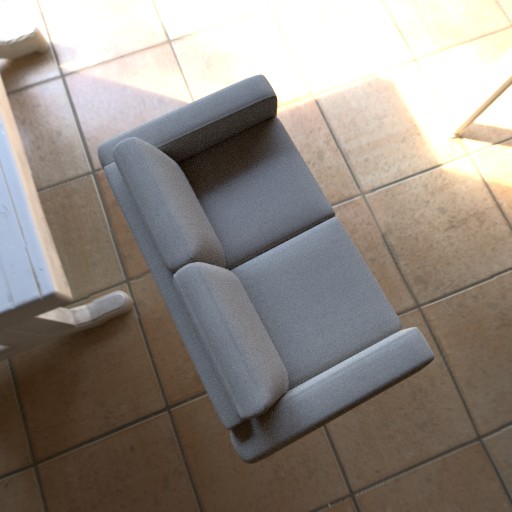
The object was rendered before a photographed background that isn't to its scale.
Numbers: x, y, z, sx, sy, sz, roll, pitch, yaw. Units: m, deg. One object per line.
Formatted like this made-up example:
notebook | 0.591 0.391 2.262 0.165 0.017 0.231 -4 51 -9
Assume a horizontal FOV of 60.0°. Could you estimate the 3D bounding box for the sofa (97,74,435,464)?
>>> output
sofa | 0.000 0.000 2.073 0.900 0.800 1.540 -27 77 -7
